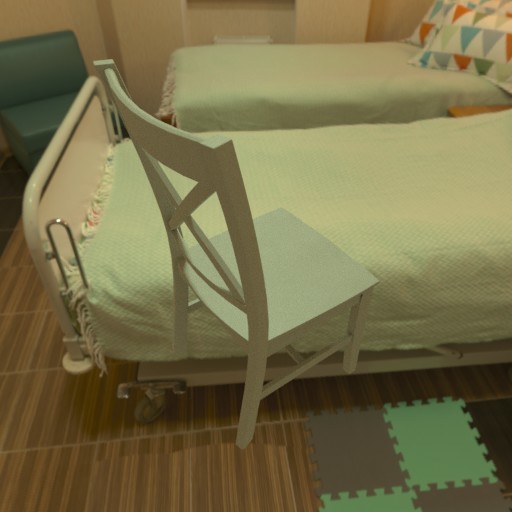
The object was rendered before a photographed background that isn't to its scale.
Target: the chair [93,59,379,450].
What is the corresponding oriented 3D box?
[{"bbox_3d":[0.000,0.000,1.207,0.542,0.983,0.485,-25,46,-26],"label":"chair"}]
